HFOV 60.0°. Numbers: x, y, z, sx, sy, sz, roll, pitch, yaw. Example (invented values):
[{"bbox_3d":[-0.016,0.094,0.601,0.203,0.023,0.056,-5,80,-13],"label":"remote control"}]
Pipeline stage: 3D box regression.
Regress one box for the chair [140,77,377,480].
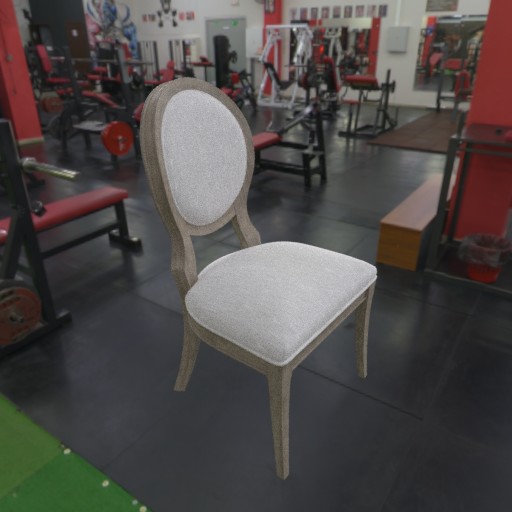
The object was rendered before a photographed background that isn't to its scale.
[{"bbox_3d":[0.000,0.000,1.355,0.602,0.990,0.558,19,32,33],"label":"chair"}]
